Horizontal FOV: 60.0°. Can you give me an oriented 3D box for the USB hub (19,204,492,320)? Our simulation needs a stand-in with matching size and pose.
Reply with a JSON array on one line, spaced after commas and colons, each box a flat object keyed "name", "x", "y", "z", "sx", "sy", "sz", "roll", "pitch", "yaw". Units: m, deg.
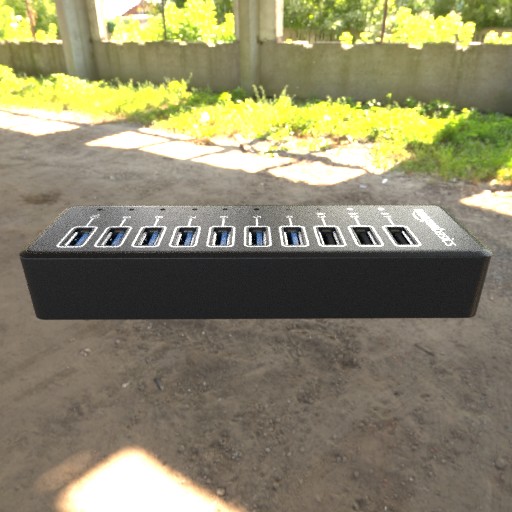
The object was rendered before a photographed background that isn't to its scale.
[{"name": "USB hub", "x": 0.000, "y": 0.000, "z": 0.157, "sx": 0.145, "sy": 0.023, "sz": 0.044, "roll": 0, "pitch": 27, "yaw": 0}]
